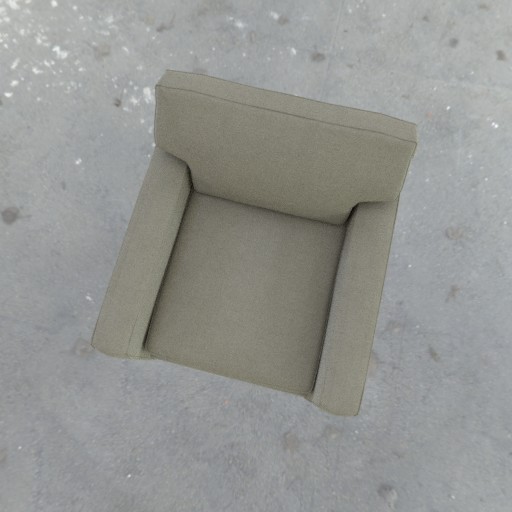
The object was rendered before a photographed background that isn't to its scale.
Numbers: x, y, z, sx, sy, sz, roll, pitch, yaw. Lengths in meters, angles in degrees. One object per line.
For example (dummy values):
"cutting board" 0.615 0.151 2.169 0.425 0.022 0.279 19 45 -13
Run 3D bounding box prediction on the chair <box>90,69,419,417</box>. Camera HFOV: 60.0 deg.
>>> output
"chair" 0.000 0.000 1.805 0.999 0.934 1.044 14 76 3
